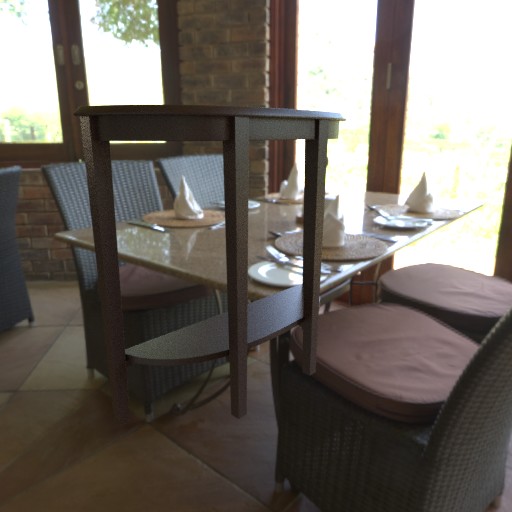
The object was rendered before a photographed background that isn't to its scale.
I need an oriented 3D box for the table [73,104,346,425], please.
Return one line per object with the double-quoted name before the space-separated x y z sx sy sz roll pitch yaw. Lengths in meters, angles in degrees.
"table" 0.000 0.000 1.334 0.274 0.831 0.909 15 21 42
